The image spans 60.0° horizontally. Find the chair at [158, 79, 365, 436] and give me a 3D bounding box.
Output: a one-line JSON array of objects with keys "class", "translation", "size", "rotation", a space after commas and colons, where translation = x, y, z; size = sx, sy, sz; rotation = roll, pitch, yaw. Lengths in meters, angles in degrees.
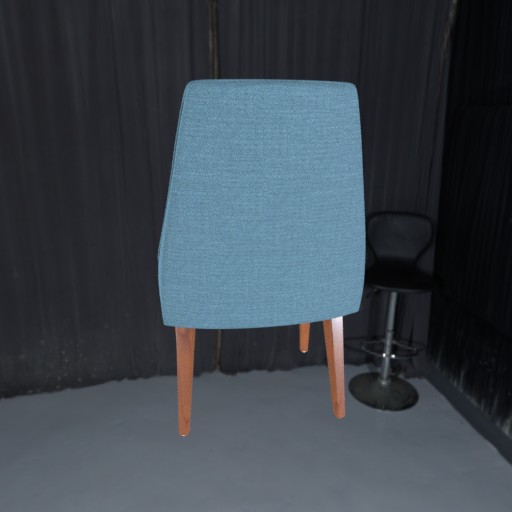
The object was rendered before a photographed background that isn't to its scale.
[{"class": "chair", "translation": [0.000, 0.000, 1.224], "size": [0.529, 0.861, 0.544], "rotation": [-3, 16, -9]}]
